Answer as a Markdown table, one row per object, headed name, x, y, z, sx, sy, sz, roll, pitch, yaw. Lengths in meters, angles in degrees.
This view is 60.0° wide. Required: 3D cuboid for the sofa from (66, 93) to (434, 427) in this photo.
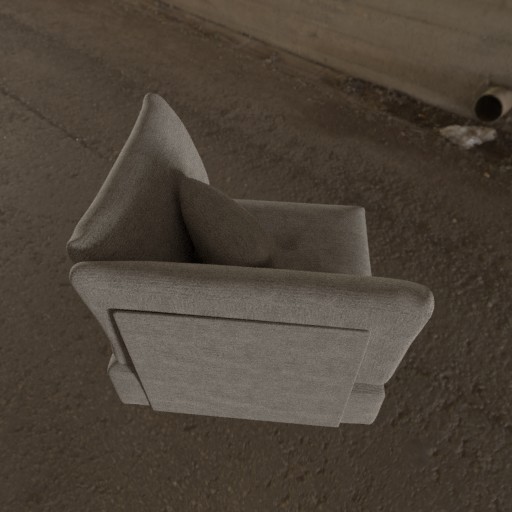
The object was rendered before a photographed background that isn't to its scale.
| name | x | y | z | sx | sy | sz | roll | pitch | yaw |
| --- | --- | --- | --- | --- | --- | --- | --- | --- | --- |
| sofa | 0.000 | 0.000 | 1.715 | 1.000 | 0.820 | 1.000 | 4 | 47 | 4 |
